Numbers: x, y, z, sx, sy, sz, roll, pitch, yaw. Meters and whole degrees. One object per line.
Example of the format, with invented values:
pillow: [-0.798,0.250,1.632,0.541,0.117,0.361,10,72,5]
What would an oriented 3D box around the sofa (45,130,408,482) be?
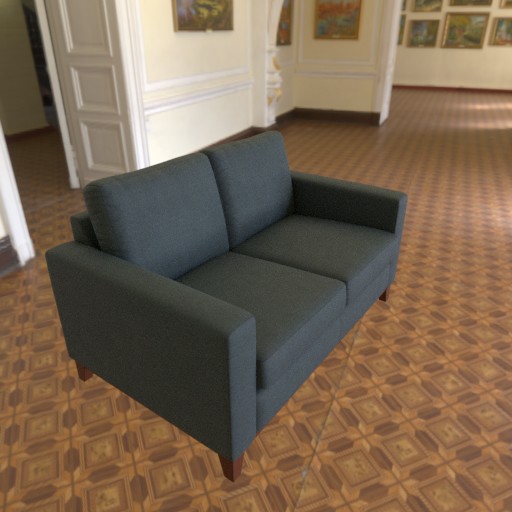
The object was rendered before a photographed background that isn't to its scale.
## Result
sofa: [0.000,0.000,2.066,0.955,0.903,1.489,18,32,31]
